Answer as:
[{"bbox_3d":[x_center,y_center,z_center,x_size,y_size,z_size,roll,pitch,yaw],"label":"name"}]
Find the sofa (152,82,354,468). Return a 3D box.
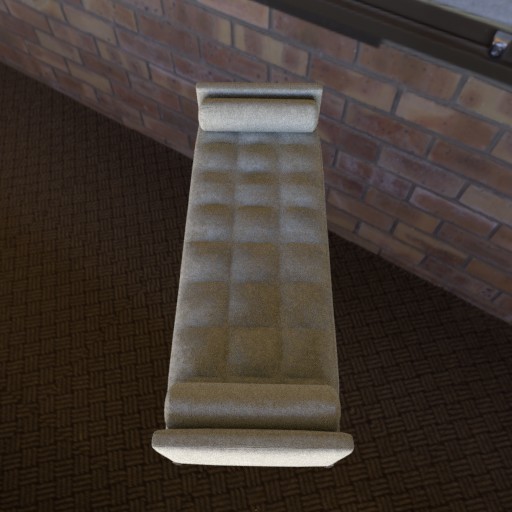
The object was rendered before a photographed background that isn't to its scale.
[{"bbox_3d":[0.000,0.000,2.472,0.797,0.657,2.102,1,60,0],"label":"sofa"}]
